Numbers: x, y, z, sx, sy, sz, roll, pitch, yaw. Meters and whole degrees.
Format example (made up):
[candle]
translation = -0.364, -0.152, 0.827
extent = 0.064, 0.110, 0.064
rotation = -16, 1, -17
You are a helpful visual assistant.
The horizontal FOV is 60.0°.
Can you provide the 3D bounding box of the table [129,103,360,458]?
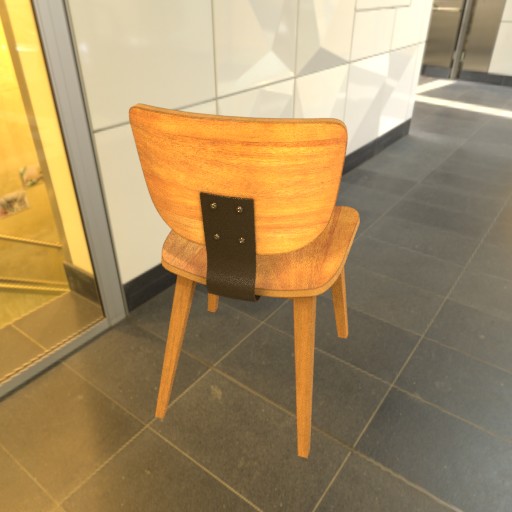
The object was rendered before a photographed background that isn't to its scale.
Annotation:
[table]
translation = 0.000, 0.000, 1.142
extent = 0.499, 0.805, 0.500
rotation = 9, 33, 15
